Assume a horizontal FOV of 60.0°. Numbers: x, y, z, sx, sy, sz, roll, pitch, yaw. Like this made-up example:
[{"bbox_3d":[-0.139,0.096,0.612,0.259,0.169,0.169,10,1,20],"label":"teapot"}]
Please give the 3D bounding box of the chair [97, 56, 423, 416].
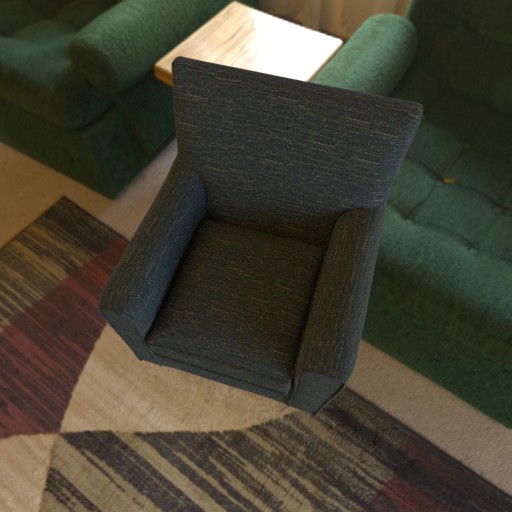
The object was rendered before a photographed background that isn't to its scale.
[{"bbox_3d":[0.000,0.000,1.653,0.864,0.928,0.873,15,60,9],"label":"chair"}]
